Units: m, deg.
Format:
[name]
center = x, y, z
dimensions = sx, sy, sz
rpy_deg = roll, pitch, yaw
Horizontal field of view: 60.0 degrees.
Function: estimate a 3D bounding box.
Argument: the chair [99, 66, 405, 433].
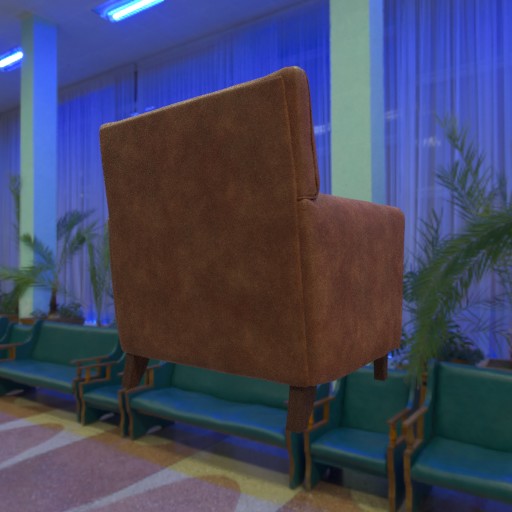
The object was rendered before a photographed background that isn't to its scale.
[chair]
center = 0.000, 0.000, 1.639
dimensions = 0.870, 0.943, 0.823
rpy_deg = -1, -1, 36
